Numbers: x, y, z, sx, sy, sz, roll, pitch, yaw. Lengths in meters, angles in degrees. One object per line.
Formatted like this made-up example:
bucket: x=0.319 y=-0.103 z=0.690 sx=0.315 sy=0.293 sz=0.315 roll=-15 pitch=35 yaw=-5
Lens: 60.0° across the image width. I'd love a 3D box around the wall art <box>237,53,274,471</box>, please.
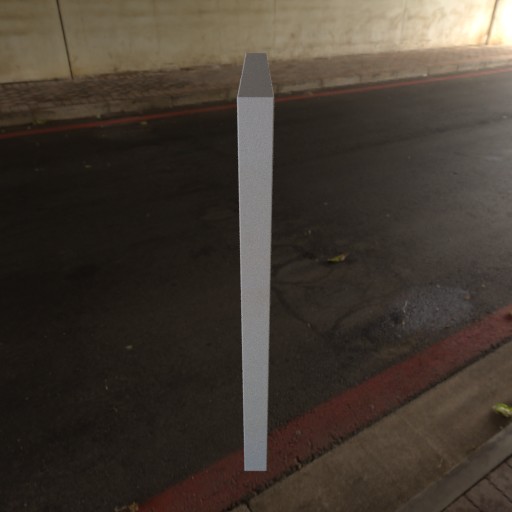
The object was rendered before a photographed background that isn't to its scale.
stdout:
wall art: x=0.000 y=0.000 z=0.778 sx=0.038 sy=0.611 sz=0.408 roll=0 pitch=30 yaw=0
